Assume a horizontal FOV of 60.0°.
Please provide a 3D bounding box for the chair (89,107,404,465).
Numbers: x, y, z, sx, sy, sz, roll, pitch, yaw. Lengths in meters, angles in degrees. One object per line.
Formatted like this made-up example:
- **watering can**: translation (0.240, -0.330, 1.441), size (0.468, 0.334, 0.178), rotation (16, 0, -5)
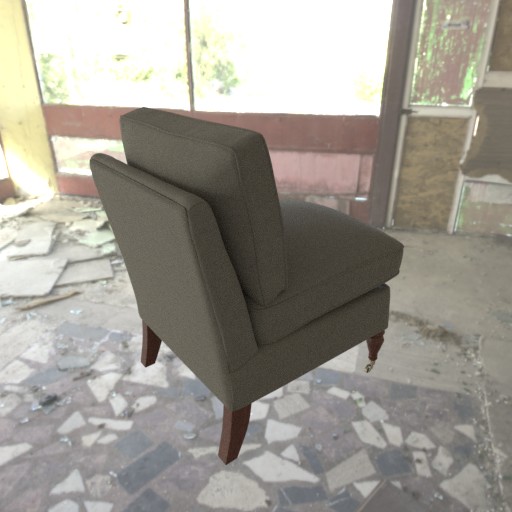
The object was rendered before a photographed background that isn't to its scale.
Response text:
- **chair**: translation (0.000, 0.000, 1.666), size (0.924, 1.045, 0.724), rotation (-18, 30, -33)
